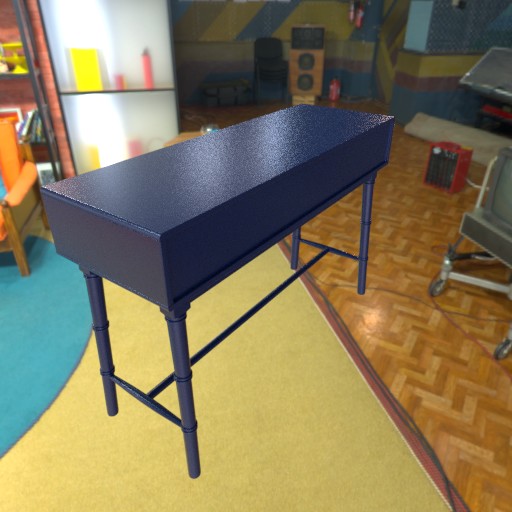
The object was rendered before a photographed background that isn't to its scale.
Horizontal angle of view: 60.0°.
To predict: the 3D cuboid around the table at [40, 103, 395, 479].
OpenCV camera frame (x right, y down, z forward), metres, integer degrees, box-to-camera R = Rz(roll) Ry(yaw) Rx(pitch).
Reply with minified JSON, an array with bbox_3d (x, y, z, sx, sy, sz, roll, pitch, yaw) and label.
[{"bbox_3d":[0.000,0.000,1.459,0.399,0.749,1.118,20,36,31],"label":"table"}]
